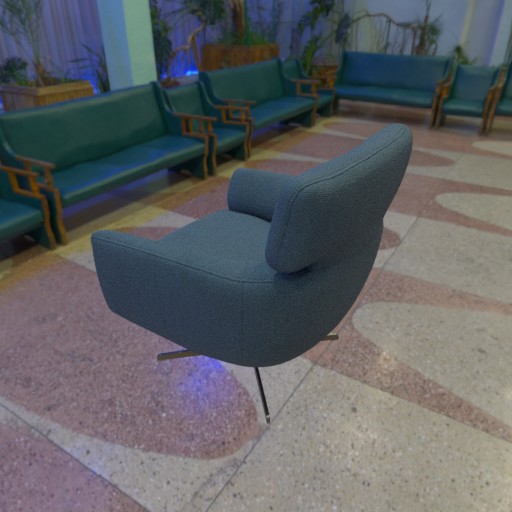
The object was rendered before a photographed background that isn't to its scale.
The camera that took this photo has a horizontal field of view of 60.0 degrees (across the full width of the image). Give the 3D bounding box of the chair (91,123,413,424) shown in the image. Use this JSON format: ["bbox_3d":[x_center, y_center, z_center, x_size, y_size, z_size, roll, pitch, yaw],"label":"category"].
[{"bbox_3d":[0.000,0.000,1.415,0.761,0.813,0.738,19,35,30],"label":"chair"}]
